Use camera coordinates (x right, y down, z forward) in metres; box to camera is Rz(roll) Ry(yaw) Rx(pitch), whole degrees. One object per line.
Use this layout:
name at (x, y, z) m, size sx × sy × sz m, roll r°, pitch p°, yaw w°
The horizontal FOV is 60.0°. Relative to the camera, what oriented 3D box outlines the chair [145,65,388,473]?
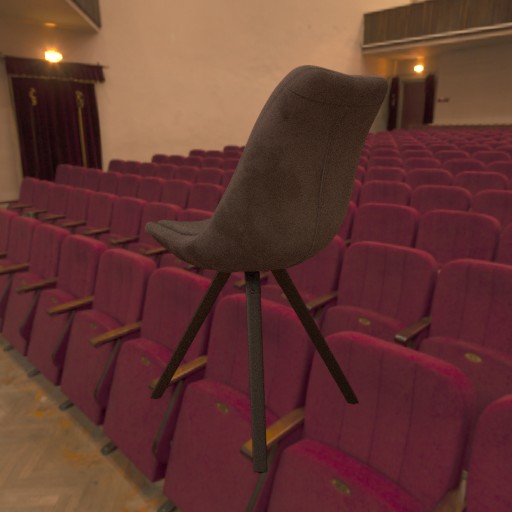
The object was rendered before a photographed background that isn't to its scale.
chair at (0.000, 0.000, 1.151) m, size 0.476 × 0.850 × 0.550 m, roll -15°, pitch 22°, yaw -43°
